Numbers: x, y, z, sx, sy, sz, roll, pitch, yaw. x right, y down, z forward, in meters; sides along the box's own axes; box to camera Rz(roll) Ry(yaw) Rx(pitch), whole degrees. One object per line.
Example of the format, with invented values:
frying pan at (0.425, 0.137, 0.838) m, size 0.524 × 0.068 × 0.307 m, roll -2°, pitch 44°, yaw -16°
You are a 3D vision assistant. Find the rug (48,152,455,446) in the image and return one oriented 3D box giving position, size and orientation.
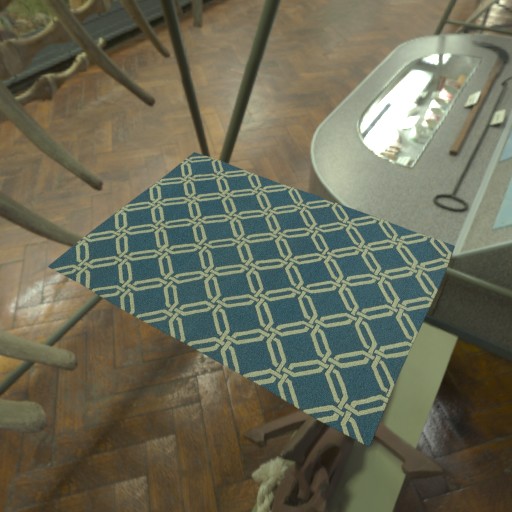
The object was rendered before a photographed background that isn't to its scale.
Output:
rug at (0.000, 0.000, 2.819) m, size 2.135 × 0.013 × 1.524 m, roll 24°, pitch 50°, yaw 21°
